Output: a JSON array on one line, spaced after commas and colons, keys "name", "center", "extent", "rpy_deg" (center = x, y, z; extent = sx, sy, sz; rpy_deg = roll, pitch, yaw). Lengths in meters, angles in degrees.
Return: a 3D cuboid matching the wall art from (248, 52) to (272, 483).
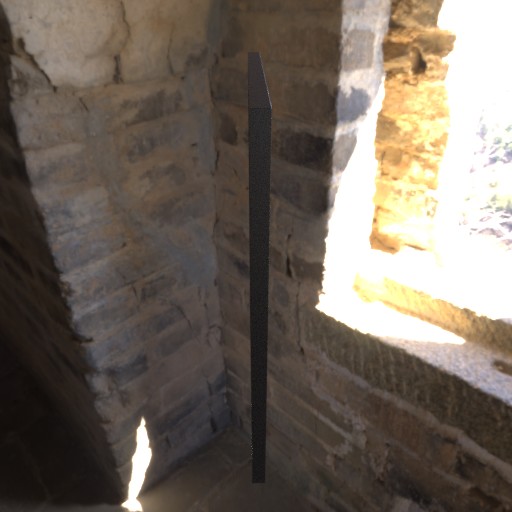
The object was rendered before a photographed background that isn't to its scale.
[{"name": "wall art", "center": [0.000, 0.000, 1.367], "extent": [0.038, 1.062, 0.806], "rpy_deg": [-1, 31, -1]}]
